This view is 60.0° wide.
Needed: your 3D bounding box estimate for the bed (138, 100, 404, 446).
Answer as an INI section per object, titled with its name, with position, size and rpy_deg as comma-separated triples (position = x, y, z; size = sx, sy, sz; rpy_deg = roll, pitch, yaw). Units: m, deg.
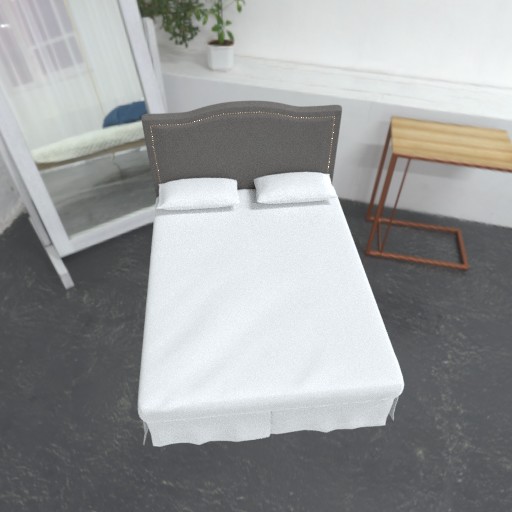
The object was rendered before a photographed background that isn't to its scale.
[bed]
position = 0.000, 0.000, 3.443
size = 1.821, 1.436, 2.282
rpy_deg = -4, 46, -4
